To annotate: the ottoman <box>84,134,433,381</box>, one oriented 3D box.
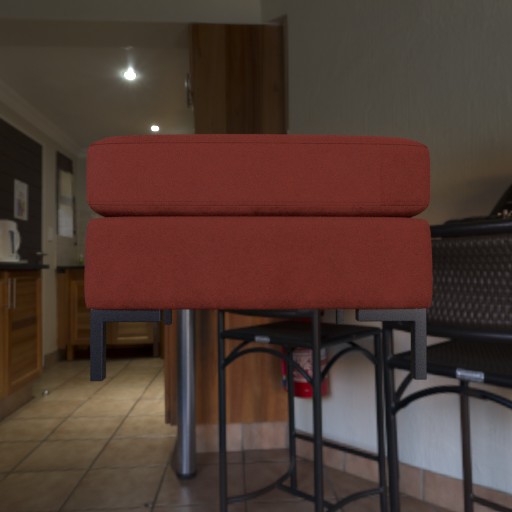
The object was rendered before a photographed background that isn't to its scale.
[{"bbox_3d":[0.000,0.000,1.173,0.650,0.462,0.782,0,-1,-1],"label":"ottoman"}]
